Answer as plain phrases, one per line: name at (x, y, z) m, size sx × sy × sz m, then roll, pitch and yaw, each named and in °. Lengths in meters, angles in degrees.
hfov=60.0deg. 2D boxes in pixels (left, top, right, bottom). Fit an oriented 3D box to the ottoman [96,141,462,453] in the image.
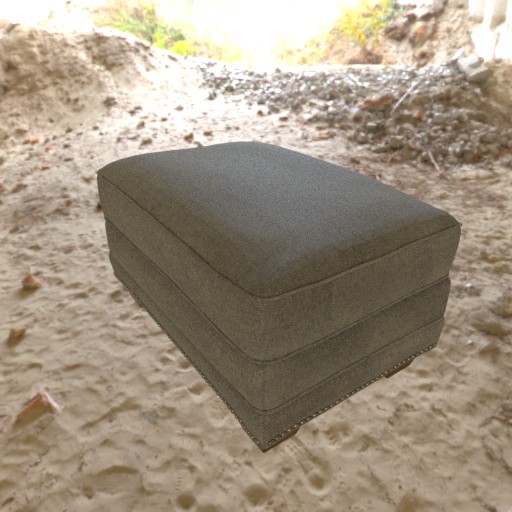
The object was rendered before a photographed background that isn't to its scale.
ottoman at (0.000, 0.000, 1.142) m, size 0.561 × 0.457 × 0.813 m, roll -18°, pitch 32°, yaw -31°
